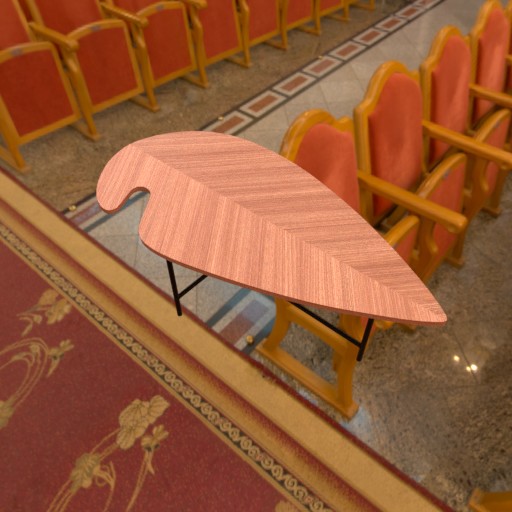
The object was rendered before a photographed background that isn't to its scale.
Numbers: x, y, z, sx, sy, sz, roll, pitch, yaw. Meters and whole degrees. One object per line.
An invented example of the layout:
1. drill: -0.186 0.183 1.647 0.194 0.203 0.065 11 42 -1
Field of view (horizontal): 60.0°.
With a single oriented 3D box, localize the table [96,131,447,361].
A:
1. table: 0.000 0.000 1.457 1.199 0.360 0.598 31 53 27
